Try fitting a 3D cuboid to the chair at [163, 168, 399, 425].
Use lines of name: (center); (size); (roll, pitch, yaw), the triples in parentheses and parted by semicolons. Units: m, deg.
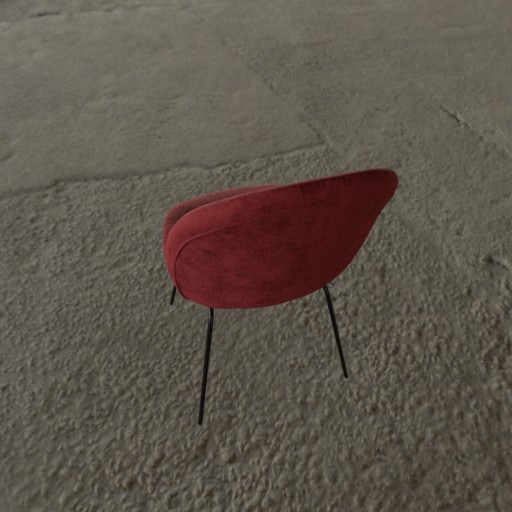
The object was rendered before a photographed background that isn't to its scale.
chair: (0.000, 0.000, 1.118); (0.458, 0.791, 0.587); (-13, 44, -14)
